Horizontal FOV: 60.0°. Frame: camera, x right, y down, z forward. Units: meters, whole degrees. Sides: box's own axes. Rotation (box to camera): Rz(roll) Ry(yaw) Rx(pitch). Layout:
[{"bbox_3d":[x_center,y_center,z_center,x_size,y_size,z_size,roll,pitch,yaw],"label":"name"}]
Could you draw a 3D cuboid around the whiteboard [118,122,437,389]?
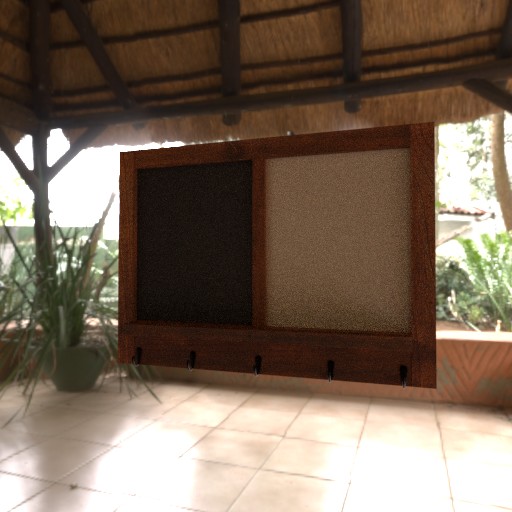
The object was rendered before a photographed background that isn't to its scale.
[{"bbox_3d":[0.000,0.000,1.018,0.768,0.553,0.083,0,-1,18],"label":"whiteboard"}]
